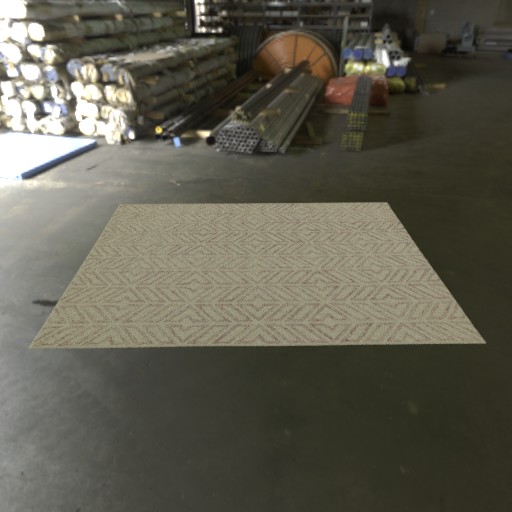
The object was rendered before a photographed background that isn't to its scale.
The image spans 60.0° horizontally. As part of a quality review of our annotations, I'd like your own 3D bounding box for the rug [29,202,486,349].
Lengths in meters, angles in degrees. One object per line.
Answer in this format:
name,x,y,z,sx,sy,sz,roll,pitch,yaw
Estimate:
rug,0.000,0.000,3.997,3.045,0.008,2.421,0,30,-1
